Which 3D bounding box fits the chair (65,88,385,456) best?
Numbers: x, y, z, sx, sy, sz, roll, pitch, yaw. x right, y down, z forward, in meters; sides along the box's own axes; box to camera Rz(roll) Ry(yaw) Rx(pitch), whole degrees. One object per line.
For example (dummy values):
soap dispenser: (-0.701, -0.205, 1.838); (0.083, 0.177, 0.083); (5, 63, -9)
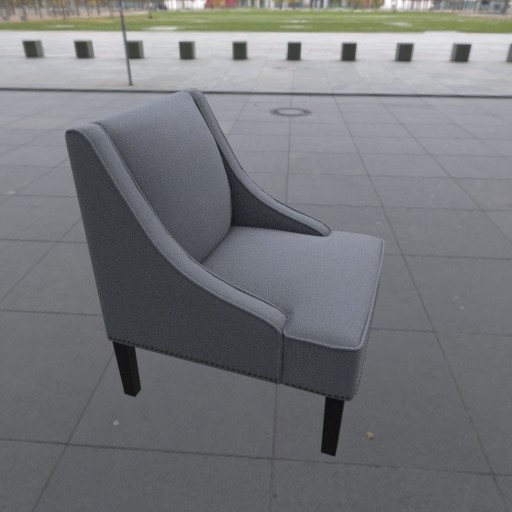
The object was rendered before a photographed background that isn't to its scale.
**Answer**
chair: (0.000, 0.000, 1.376); (0.747, 0.867, 0.631); (10, 31, 17)
